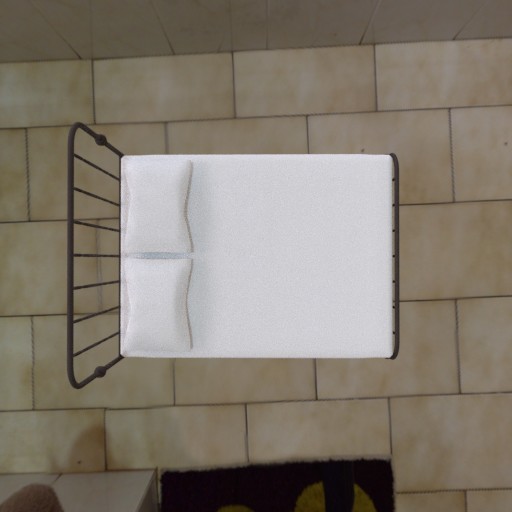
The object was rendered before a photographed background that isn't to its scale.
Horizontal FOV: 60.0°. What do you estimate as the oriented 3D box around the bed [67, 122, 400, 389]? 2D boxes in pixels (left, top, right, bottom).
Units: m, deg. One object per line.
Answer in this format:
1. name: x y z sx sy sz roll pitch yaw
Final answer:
1. bed: 0.000 0.000 3.172 2.134 1.446 1.616 0 90 1
